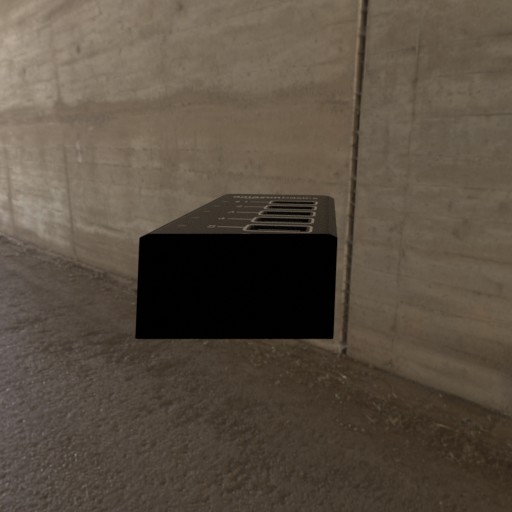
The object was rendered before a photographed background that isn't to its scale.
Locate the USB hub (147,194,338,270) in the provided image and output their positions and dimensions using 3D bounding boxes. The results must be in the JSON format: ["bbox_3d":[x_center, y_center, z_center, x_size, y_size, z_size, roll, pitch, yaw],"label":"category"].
[{"bbox_3d":[0.000,0.000,0.127,0.044,0.023,0.110,2,15,9],"label":"USB hub"}]
